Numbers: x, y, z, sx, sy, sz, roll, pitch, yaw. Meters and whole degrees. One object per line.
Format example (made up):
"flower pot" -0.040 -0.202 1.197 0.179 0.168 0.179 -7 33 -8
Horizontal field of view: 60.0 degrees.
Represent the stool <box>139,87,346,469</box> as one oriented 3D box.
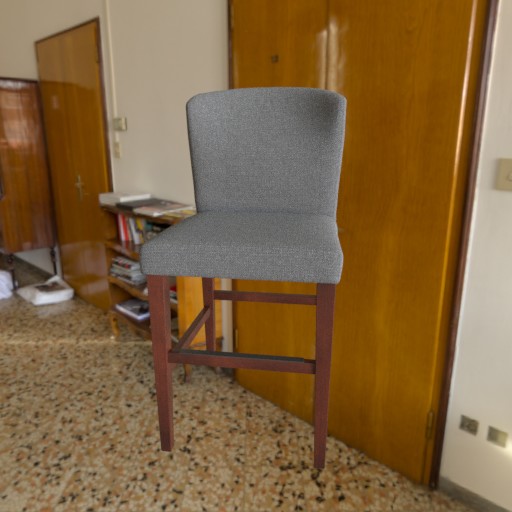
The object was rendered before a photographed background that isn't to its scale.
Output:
"stool" 0.000 0.000 1.278 0.479 0.968 0.568 2 15 9
